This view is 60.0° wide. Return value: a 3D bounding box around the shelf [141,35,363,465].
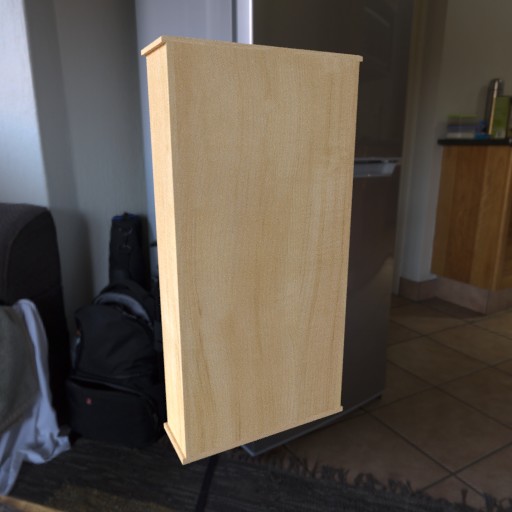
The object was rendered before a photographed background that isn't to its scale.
[{"bbox_3d":[0.000,0.000,1.216,0.520,1.030,0.175,-8,17,-26],"label":"shelf"}]
